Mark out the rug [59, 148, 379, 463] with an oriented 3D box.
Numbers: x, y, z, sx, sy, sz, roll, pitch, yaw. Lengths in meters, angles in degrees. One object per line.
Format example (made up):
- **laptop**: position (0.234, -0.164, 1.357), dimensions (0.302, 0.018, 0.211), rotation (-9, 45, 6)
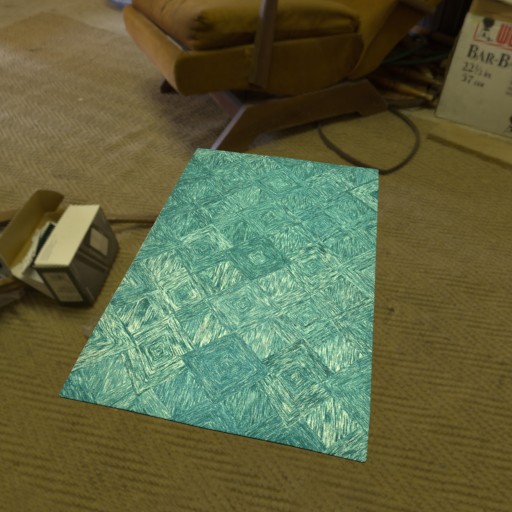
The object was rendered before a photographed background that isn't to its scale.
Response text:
- **rug**: position (0.000, 0.000, 2.145), dimensions (1.136, 0.017, 1.728), rotation (9, 46, 8)
